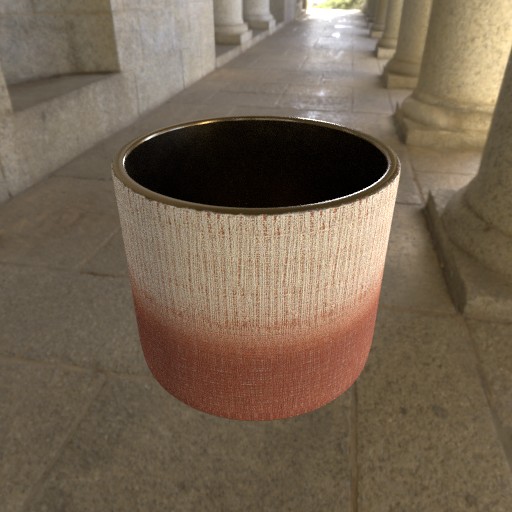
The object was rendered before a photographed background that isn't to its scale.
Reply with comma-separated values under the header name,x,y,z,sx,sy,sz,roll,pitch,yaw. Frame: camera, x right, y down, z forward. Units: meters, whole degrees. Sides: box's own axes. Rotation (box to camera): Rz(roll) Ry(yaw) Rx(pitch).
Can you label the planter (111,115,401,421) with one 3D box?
name,x,y,z,sx,sy,sz,roll,pitch,yaw
planter,0.000,0.000,0.453,0.254,0.221,0.254,0,32,0
